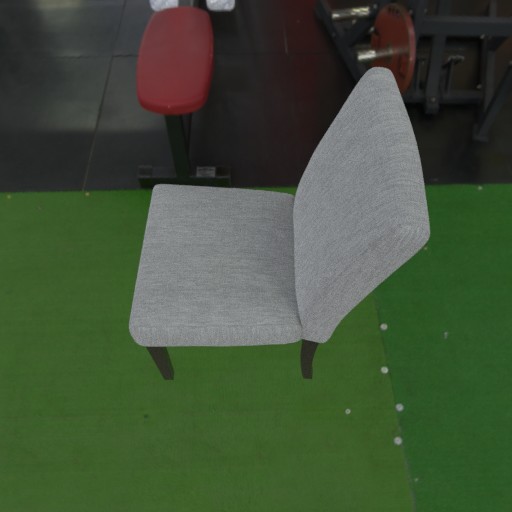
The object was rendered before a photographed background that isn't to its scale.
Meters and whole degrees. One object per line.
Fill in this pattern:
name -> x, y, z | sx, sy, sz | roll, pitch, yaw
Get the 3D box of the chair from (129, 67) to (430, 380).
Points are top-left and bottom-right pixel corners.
chair -> 0.000, 0.000, 1.220 | 0.629, 0.884, 0.487 | 1, 58, 0
